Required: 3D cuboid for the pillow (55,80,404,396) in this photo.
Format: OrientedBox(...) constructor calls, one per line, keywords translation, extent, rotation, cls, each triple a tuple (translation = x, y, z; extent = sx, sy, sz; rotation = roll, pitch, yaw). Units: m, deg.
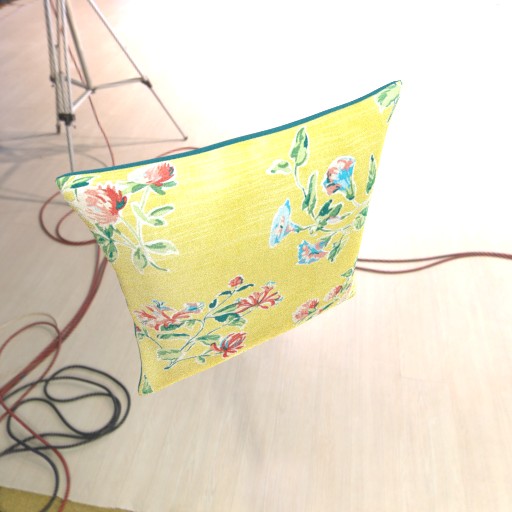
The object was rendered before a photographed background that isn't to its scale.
OrientedBox(translation=(0.000, 0.000, 0.772), extent=(0.525, 0.508, 0.166), rotation=(-22, 50, -20), cls="pillow")
